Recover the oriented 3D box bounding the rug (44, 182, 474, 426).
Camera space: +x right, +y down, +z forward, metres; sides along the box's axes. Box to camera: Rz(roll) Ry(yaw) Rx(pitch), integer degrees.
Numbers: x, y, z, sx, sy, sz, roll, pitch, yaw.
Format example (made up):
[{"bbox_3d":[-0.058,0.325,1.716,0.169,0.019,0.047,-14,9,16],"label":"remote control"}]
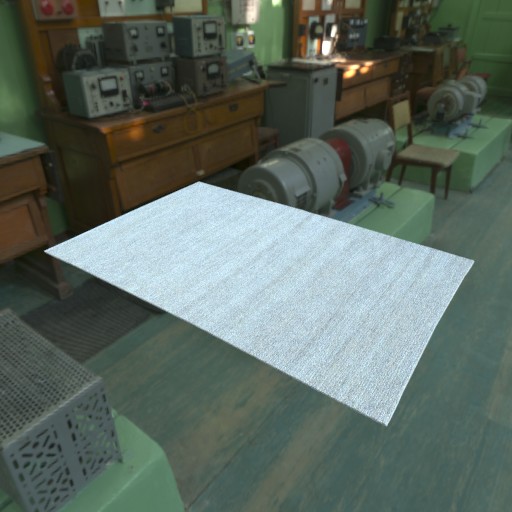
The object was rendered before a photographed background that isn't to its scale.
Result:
[{"bbox_3d":[0.000,0.000,2.216,1.820,0.022,1.179,20,36,30],"label":"rug"}]
